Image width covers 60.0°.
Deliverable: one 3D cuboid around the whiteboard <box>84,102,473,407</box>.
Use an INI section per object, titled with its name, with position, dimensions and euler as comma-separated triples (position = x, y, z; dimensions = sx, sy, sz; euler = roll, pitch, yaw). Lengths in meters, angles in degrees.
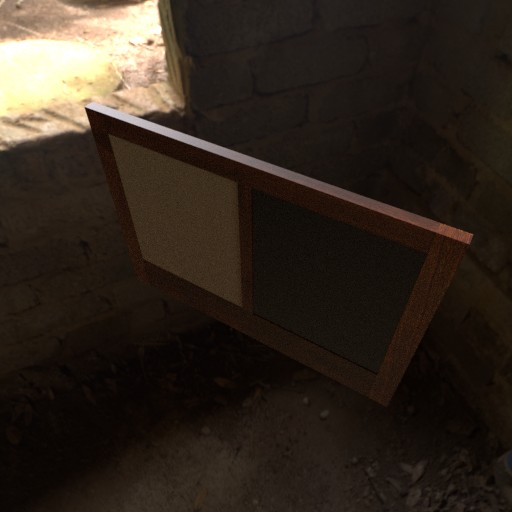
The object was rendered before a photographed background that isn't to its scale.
[whiteboard]
position = 0.000, 0.000, 1.001
dimensions = 0.768, 0.553, 0.083
euler = 24, 52, 20
